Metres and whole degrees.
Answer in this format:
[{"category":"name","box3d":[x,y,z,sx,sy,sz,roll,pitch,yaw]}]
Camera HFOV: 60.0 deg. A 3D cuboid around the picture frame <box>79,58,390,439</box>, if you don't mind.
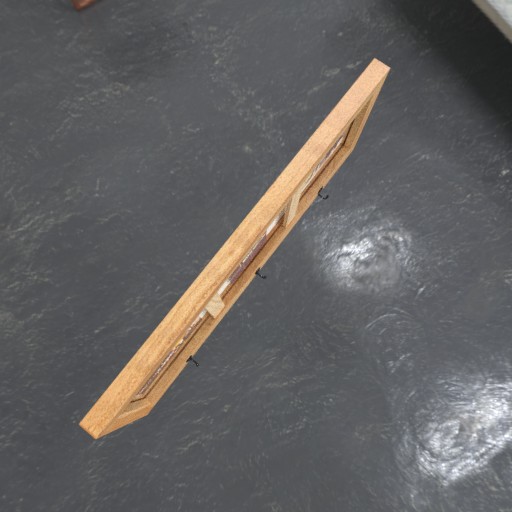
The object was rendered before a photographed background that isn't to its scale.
[{"category":"picture frame","box3d":[0.000,0.000,0.651,0.045,0.234,0.582,37,79,8]}]
